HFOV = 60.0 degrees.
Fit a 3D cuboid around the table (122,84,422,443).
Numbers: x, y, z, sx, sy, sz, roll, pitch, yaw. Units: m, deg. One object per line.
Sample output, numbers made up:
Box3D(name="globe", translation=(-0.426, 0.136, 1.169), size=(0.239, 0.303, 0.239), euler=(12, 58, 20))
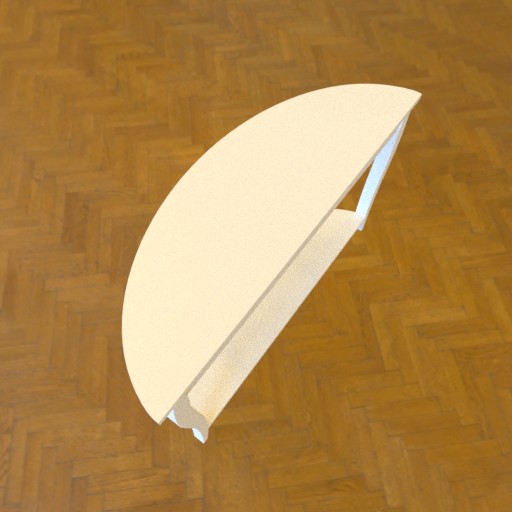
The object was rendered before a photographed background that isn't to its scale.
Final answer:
Box3D(name="table", translation=(0.000, 0.000, 1.566), size=(0.394, 0.780, 1.219), euler=(33, 67, 16))
